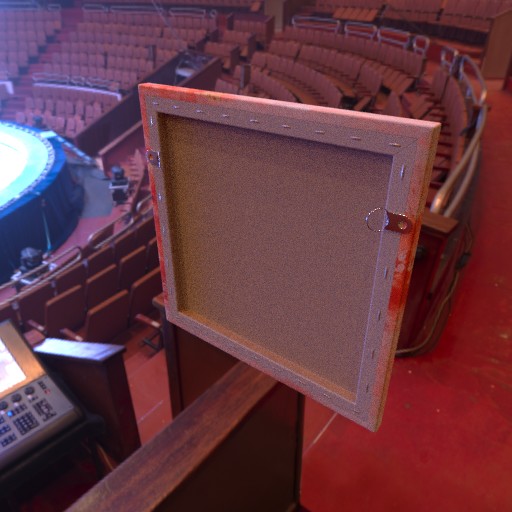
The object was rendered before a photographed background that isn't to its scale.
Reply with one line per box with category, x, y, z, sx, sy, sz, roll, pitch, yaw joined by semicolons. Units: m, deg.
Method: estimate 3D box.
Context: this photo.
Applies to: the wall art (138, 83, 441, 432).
wall art;0.000;0.000;1.110;0.747;0.746;0.064;21;35;32
